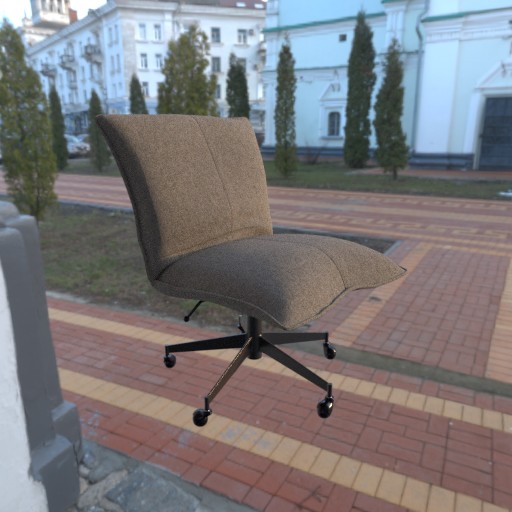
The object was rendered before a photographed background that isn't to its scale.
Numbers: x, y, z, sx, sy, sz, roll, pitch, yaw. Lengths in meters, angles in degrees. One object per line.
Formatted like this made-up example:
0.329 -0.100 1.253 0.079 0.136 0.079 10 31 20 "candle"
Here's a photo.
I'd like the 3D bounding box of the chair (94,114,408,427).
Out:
0.000 0.000 1.299 0.696 0.811 0.597 14 21 42 "chair"
